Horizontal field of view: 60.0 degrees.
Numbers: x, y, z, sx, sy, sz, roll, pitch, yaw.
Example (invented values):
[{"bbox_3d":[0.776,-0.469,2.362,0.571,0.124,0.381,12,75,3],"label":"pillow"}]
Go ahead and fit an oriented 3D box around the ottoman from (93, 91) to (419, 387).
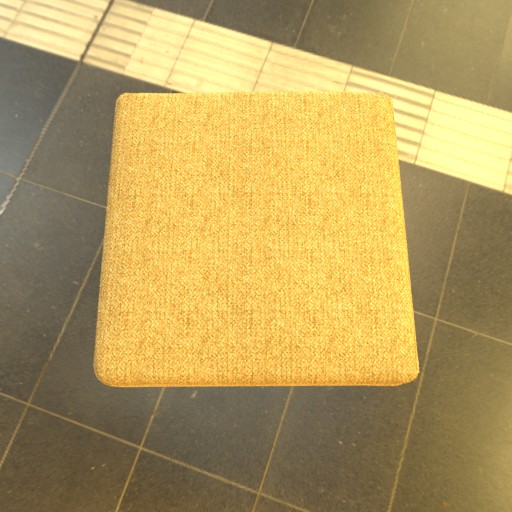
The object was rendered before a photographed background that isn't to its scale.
[{"bbox_3d":[0.000,0.000,0.913,0.505,0.441,0.512,0,75,0],"label":"ottoman"}]
